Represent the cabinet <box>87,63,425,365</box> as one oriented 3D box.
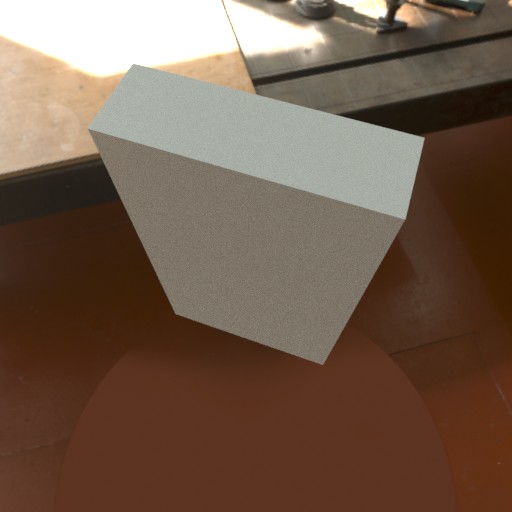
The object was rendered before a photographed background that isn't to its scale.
[{"bbox_3d":[0.000,0.000,1.605,0.750,1.280,0.250,17,64,9],"label":"cabinet"}]
